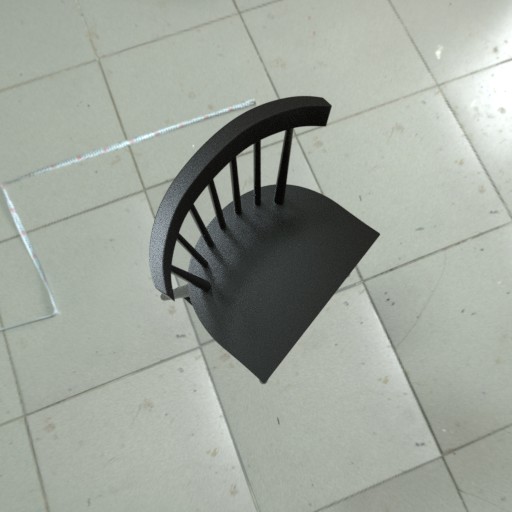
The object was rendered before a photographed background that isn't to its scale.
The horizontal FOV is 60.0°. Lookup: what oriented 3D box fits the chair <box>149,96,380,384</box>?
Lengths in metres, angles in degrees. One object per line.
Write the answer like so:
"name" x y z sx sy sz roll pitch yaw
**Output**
"chair" 0.000 0.000 1.183 0.483 0.844 0.506 38 79 9
